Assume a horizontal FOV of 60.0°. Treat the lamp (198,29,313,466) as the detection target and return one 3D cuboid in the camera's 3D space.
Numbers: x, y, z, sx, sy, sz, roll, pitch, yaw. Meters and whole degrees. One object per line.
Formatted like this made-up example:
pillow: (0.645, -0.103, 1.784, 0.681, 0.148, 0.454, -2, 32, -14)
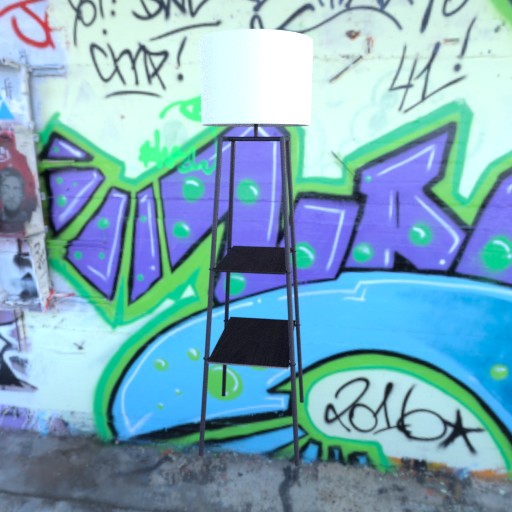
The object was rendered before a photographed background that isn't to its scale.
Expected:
lamp: (0.000, 0.000, 1.666, 0.384, 1.474, 0.427, 2, 15, 8)
